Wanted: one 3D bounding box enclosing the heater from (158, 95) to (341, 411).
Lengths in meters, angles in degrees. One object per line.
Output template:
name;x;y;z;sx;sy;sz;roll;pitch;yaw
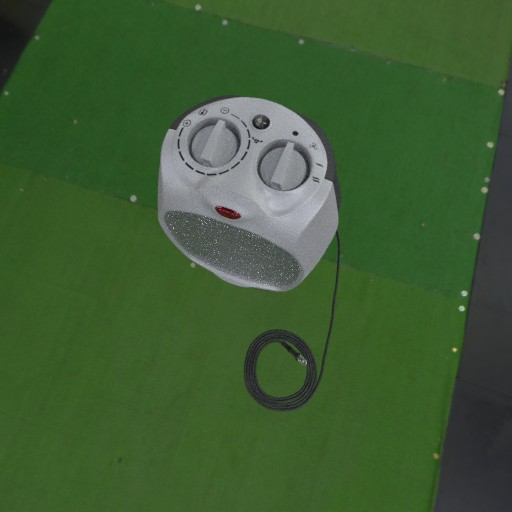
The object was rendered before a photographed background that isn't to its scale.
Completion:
heater;0.000;0.000;0.470;0.239;0.255;0.291;19;75;5
